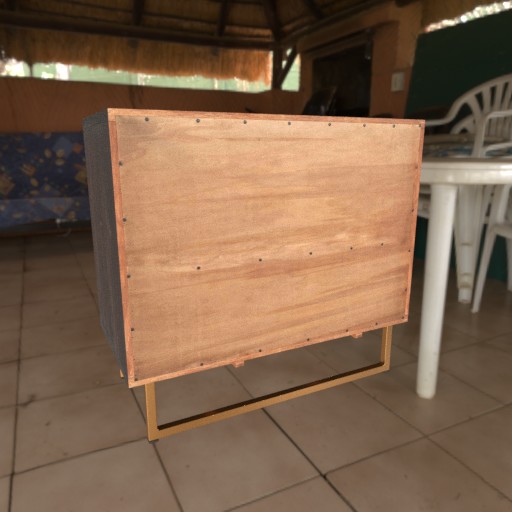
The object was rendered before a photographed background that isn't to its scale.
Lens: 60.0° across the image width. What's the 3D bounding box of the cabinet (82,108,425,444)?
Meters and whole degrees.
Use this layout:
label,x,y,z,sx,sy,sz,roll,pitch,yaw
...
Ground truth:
label,x,y,z,sx,sy,sz,roll,pitch,yaw
cabinet,0.000,0.000,1.459,0.950,0.860,0.451,-7,16,-27
